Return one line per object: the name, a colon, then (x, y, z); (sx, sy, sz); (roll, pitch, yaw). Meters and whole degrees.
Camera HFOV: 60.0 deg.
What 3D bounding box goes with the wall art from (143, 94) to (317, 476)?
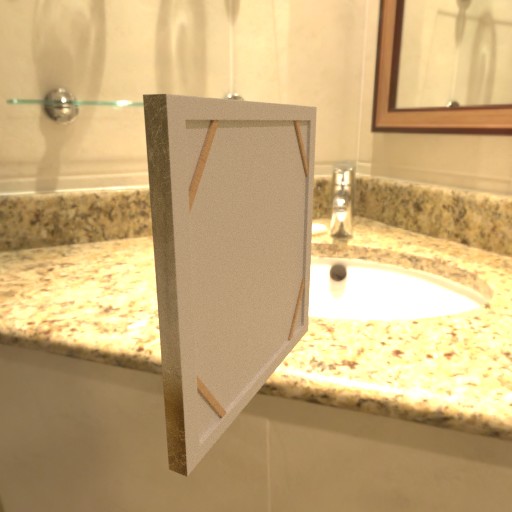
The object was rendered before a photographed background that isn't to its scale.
wall art: (0.000, 0.000, 0.932); (0.038, 0.610, 0.610); (8, 19, 25)
